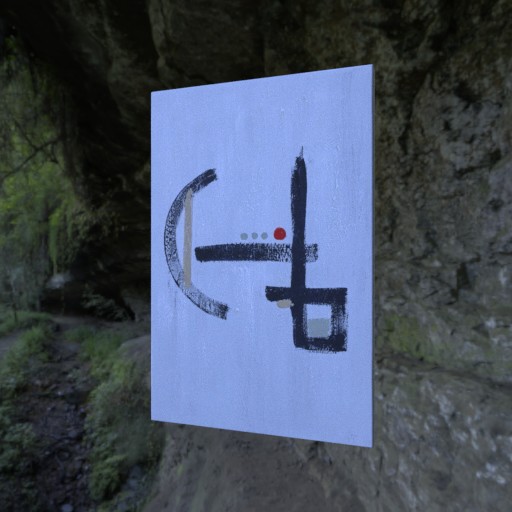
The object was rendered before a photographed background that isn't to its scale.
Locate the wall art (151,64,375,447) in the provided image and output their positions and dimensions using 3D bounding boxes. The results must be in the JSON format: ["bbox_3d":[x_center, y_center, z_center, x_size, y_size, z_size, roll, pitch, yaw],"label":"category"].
[{"bbox_3d":[0.000,0.000,1.165,0.602,0.916,0.048,0,0,17],"label":"wall art"}]
